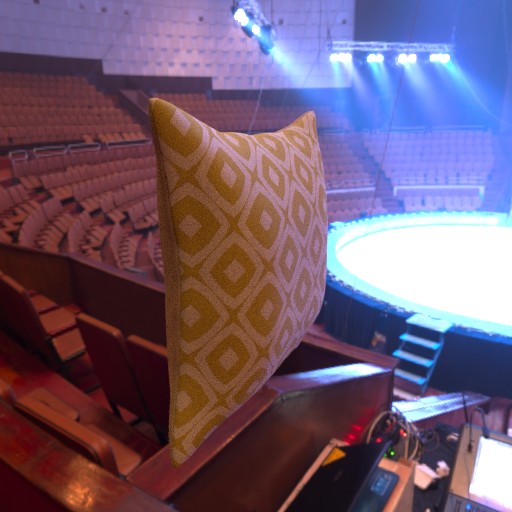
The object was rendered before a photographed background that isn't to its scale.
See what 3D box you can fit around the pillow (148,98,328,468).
[{"bbox_3d":[0.000,0.000,0.769,0.188,0.494,0.504,8,18,26],"label":"pillow"}]
